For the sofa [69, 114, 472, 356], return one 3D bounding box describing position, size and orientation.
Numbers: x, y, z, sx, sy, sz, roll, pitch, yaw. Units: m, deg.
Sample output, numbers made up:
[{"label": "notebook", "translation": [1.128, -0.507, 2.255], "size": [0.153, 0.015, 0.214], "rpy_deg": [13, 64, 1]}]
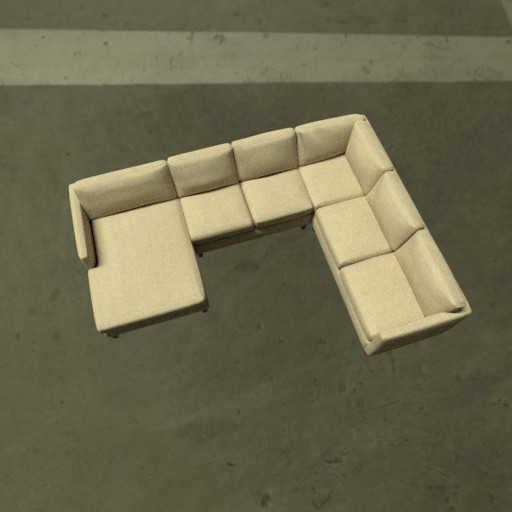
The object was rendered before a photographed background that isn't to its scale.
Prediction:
[{"label": "sofa", "translation": [0.000, 0.000, 4.642], "size": [3.460, 0.959, 2.593], "rpy_deg": [-15, 65, -7]}]
